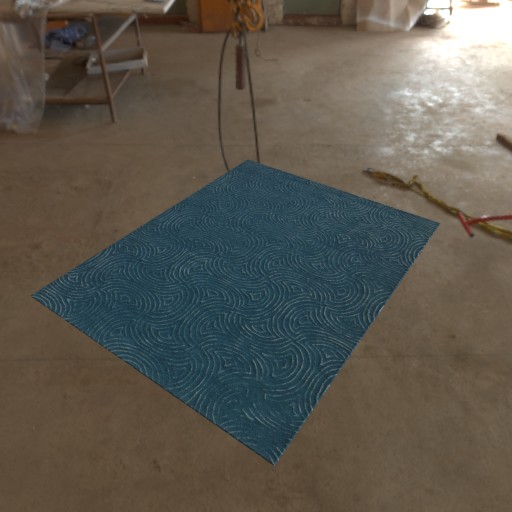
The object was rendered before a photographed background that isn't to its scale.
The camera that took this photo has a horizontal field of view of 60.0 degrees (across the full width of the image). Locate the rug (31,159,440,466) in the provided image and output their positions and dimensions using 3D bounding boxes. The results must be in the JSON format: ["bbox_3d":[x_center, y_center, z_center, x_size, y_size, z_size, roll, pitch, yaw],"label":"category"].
[{"bbox_3d":[0.000,0.000,4.086,2.432,0.012,3.033,24,45,27],"label":"rug"}]
